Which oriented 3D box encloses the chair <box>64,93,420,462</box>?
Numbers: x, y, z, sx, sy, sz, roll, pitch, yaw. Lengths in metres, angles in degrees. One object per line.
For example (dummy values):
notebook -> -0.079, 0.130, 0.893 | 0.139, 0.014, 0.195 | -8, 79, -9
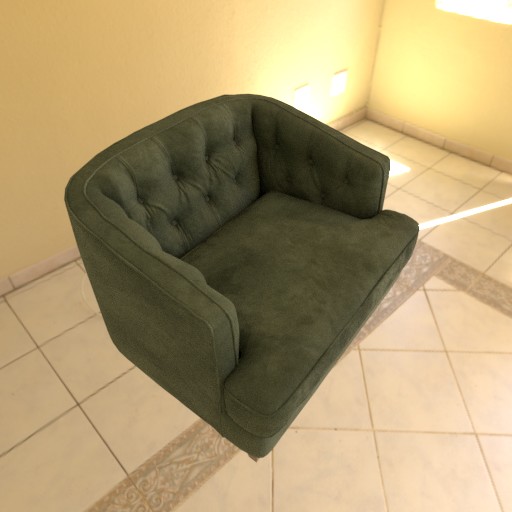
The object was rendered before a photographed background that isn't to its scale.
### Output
chair -> 0.000, 0.000, 1.720 | 0.941, 0.852, 1.104 | 27, 49, 27
